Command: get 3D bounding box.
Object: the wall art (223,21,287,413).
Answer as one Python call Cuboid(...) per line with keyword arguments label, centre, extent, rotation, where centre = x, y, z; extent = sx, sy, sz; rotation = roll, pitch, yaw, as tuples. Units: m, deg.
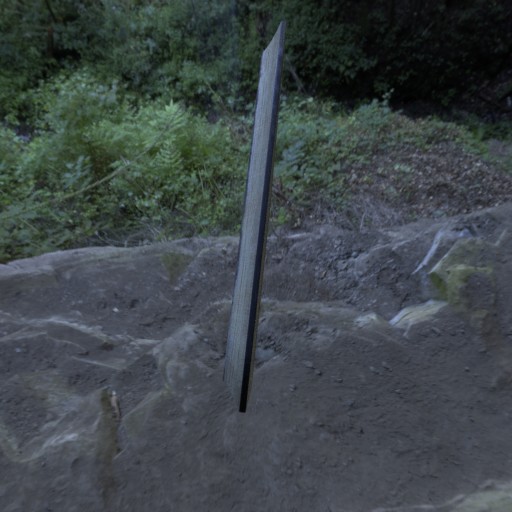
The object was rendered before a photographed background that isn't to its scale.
Cuboid(label="wall art", centre=(0.000, 0.000, 0.626), extent=(0.023, 0.457, 0.381), rotation=(6, 75, 2))
